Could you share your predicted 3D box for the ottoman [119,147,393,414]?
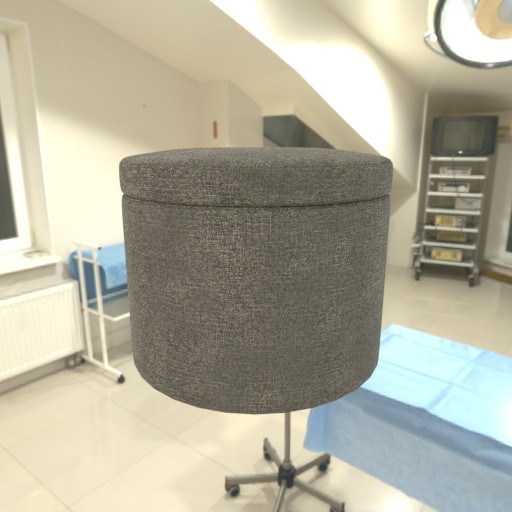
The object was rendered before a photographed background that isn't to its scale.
[{"bbox_3d":[0.000,0.000,0.883,0.500,0.419,0.500,0,14,0],"label":"ottoman"}]
